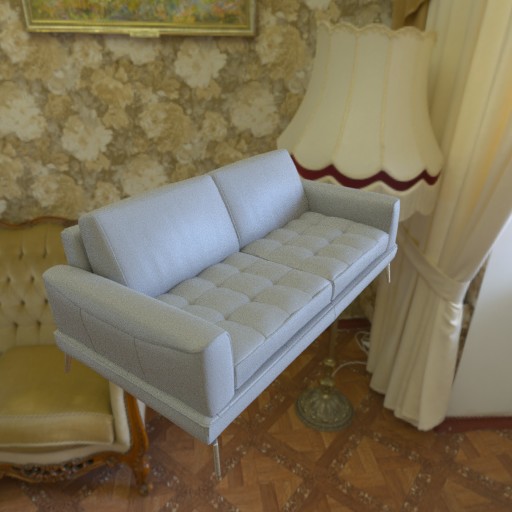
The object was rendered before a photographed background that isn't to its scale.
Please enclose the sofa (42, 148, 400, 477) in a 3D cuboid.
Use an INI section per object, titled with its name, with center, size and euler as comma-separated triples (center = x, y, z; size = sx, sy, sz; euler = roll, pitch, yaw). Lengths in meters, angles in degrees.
[sofa]
center = 0.000, 0.000, 2.718
size = 1.121, 0.930, 2.177
euler = 18, 31, 32
